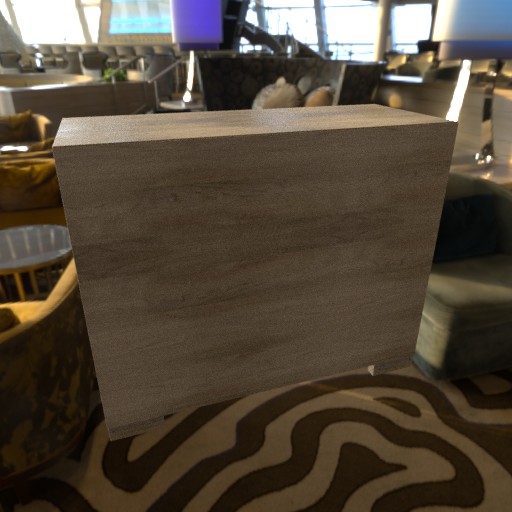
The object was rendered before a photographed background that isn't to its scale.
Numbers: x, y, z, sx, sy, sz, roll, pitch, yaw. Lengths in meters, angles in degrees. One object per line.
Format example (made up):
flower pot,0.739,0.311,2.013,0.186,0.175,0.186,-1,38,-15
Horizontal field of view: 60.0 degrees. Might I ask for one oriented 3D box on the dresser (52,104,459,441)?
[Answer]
dresser,0.000,0.000,1.373,0.994,0.816,0.404,-8,27,-17
